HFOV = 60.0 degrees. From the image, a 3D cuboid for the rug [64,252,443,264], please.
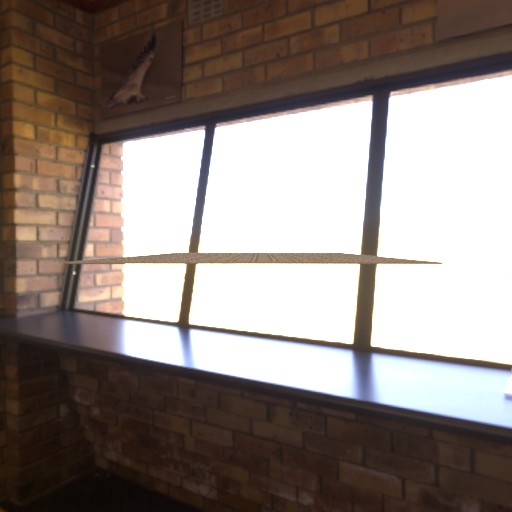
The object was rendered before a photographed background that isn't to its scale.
[{"bbox_3d":[0.000,0.000,2.334,1.220,0.007,1.828,0,1,1],"label":"rug"}]
